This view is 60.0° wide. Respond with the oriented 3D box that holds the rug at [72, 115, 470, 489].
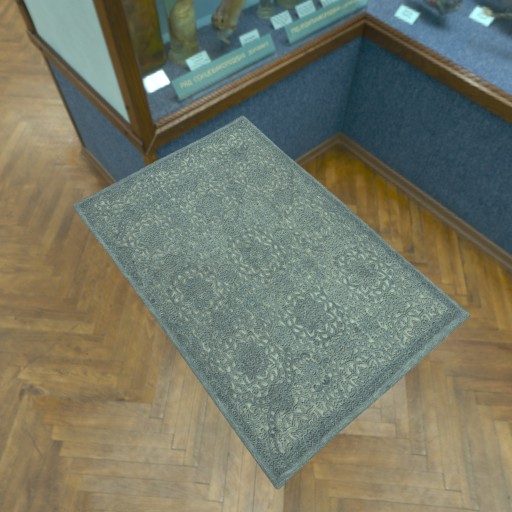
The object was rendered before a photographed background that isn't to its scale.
[{"bbox_3d":[0.000,0.000,2.334,1.224,0.016,1.830,-34,64,-19],"label":"rug"}]
